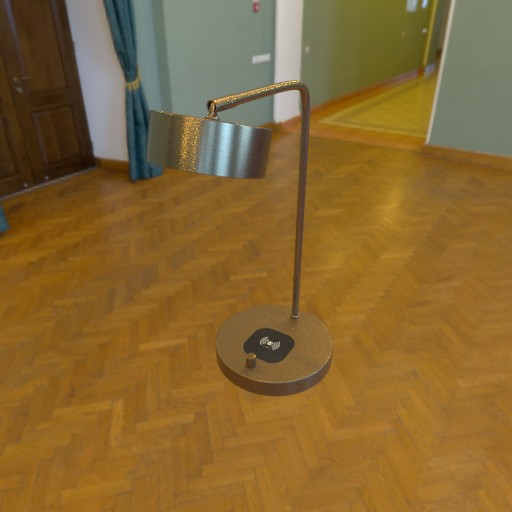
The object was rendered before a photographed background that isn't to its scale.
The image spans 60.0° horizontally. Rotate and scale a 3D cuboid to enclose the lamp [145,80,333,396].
[{"bbox_3d":[0.000,0.000,0.528,0.171,0.380,0.270,18,34,28],"label":"lamp"}]
